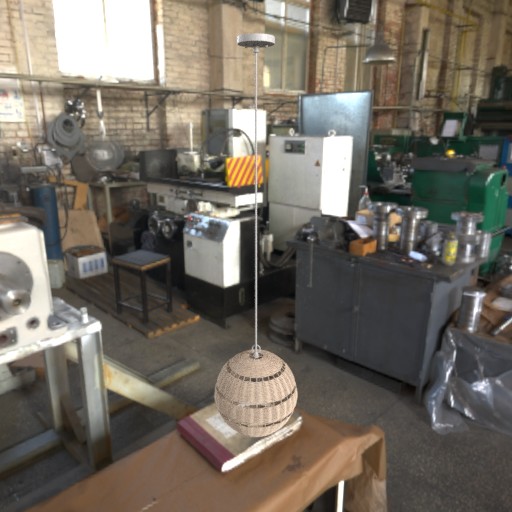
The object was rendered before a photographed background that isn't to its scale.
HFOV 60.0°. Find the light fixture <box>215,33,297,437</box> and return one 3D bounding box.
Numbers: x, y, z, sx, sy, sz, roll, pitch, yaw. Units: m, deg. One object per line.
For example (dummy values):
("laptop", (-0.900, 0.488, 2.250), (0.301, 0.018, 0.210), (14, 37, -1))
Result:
("light fixture", (0.000, 0.000, 2.244), (0.457, 2.019, 0.457), (3, 16, 10))
